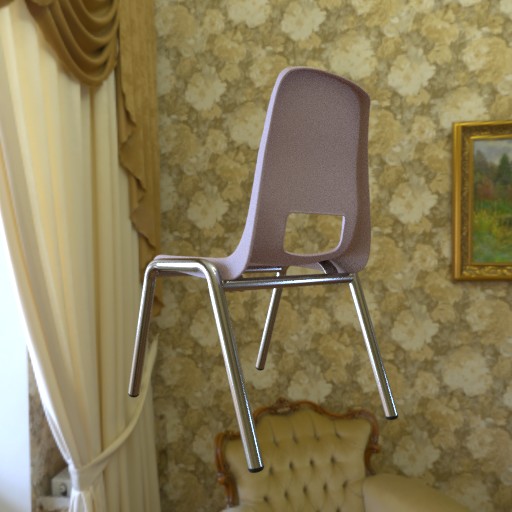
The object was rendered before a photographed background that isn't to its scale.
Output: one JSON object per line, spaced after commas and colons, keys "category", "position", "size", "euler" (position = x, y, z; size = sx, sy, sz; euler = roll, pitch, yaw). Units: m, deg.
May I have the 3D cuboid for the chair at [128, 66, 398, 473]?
{"category": "chair", "position": [0.000, 0.000, 0.856], "size": [0.354, 0.586, 0.423], "euler": [-1, 1, -37]}
